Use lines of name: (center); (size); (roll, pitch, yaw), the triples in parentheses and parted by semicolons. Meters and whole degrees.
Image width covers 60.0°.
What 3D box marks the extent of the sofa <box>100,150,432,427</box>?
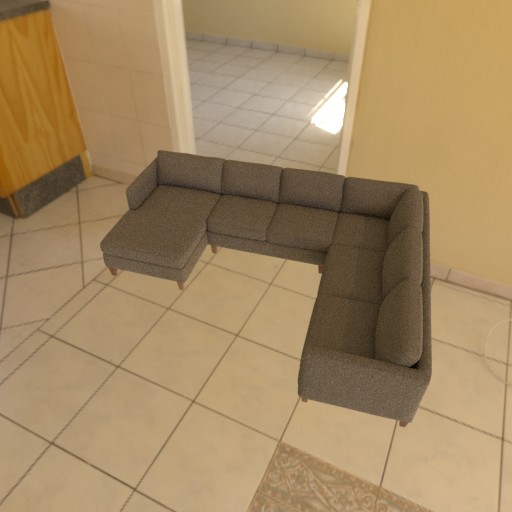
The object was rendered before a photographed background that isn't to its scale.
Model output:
sofa: (0.000, 0.000, 4.441); (3.238, 0.853, 2.551); (11, 42, 12)
